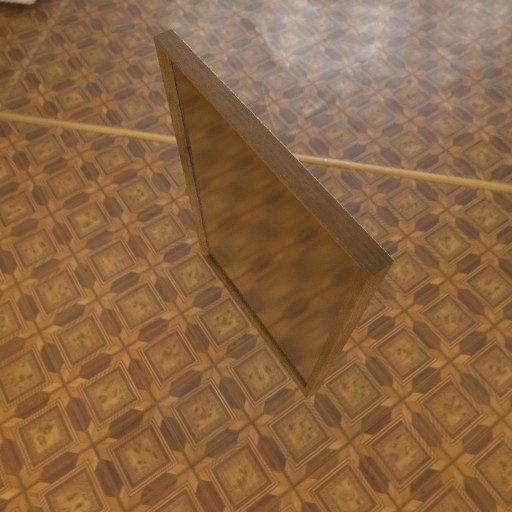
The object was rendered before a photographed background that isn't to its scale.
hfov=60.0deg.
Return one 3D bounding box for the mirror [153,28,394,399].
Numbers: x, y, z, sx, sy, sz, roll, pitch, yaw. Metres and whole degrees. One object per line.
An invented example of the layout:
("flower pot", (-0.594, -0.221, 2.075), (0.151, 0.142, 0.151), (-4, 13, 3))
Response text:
("mirror", (0.000, 0.000, 0.909), (0.039, 0.711, 0.508), (-31, 66, -16))
